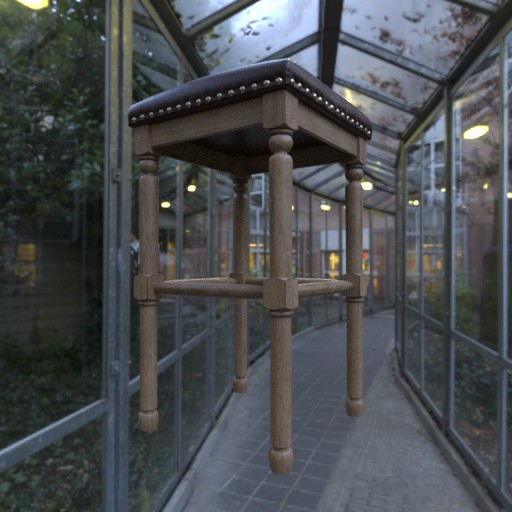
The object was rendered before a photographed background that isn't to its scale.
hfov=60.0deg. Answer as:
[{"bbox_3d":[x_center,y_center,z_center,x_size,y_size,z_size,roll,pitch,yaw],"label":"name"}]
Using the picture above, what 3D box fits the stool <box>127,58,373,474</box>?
[{"bbox_3d":[0.000,0.000,0.945,0.383,0.702,0.382,-1,-1,35],"label":"stool"}]
